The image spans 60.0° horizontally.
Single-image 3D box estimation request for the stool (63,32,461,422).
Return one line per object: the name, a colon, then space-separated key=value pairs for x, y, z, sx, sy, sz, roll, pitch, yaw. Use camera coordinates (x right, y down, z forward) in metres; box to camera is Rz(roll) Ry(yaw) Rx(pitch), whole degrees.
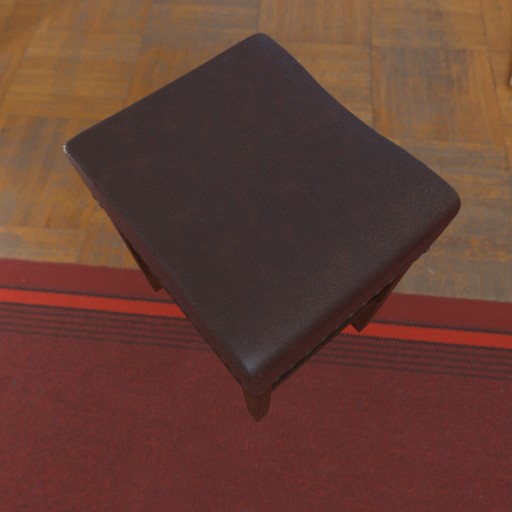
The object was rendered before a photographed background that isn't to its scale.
stool: x=0.000 y=0.000 z=0.907 sx=0.397 sy=0.608 sz=0.465 roll=-37 pitch=70 yaw=-16
